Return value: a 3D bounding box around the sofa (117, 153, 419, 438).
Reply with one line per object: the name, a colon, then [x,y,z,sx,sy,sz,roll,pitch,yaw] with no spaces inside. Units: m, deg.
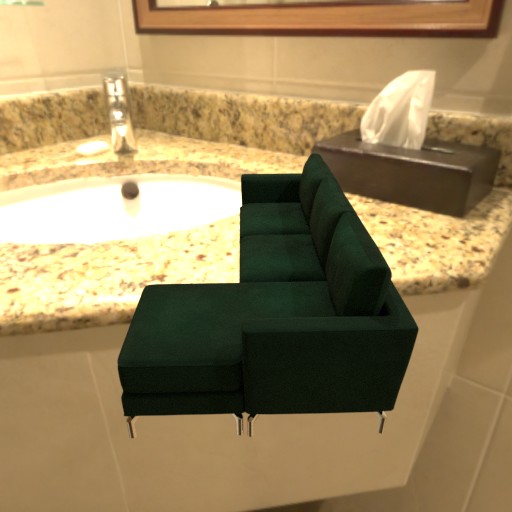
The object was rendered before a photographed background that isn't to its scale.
sofa: [0.000,0.000,3.263,1.489,1.007,2.441,-1,28,-2]
